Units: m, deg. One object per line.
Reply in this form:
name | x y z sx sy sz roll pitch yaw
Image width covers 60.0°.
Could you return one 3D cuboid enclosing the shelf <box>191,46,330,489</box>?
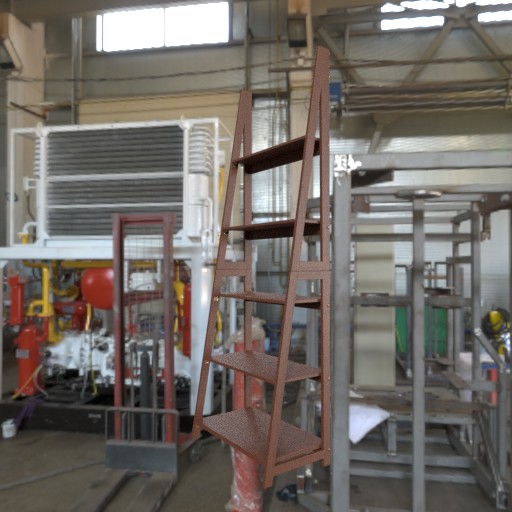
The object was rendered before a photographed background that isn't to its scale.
shelf | 0.000 0.000 2.031 0.350 1.770 0.600 1 -1 -36
